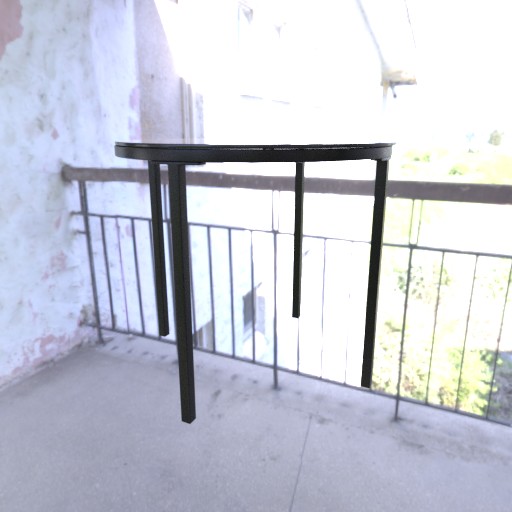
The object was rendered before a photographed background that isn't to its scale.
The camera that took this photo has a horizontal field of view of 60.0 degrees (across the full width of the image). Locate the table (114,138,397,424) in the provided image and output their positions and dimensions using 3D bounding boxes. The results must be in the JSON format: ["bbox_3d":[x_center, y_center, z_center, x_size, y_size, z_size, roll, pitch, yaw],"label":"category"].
[{"bbox_3d":[0.000,0.000,0.877,0.499,0.443,0.499,0,16,0],"label":"table"}]
